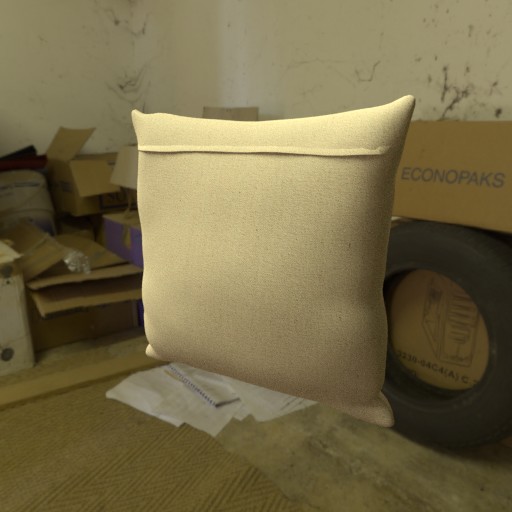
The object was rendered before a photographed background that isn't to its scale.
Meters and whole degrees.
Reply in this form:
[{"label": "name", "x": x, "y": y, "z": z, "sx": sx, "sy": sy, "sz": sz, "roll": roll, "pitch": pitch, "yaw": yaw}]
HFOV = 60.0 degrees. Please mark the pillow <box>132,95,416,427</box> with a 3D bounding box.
[{"label": "pillow", "x": 0.000, "y": 0.000, "z": 0.665, "sx": 0.440, "sy": 0.441, "sz": 0.182, "roll": 8, "pitch": 17, "yaw": 26}]
